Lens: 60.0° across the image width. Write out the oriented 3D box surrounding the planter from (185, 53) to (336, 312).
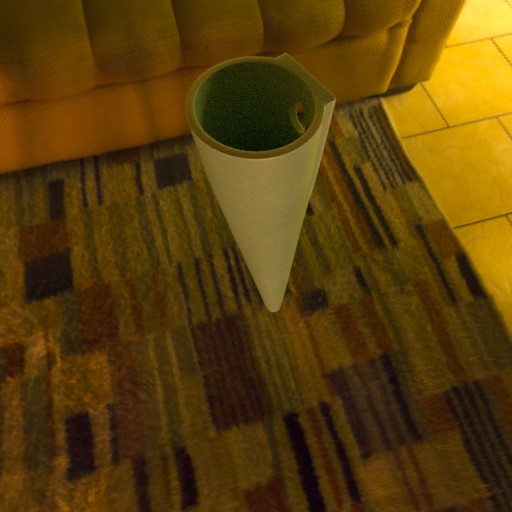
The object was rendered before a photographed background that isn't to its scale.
[{"bbox_3d":[0.000,0.000,0.291,0.055,0.268,0.054,-33,68,-15],"label":"planter"}]
